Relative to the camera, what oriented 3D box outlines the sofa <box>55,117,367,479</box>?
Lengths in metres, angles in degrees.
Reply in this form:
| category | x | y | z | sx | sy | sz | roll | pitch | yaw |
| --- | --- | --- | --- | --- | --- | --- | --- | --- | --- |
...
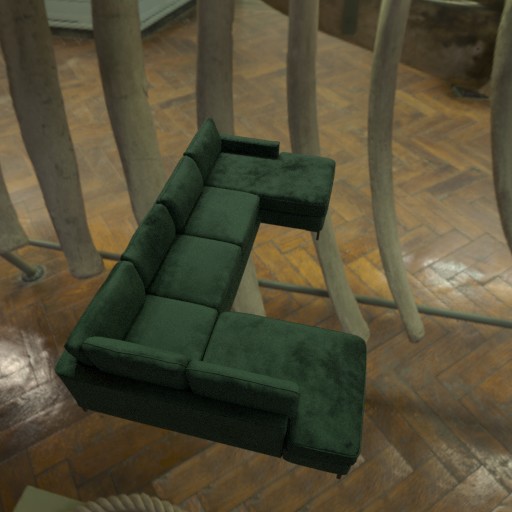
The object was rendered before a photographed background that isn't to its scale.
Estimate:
| category | x | y | z | sx | sy | sz | roll | pitch | yaw |
| --- | --- | --- | --- | --- | --- | --- | --- | --- | --- |
| sofa | 0.000 | 0.000 | 3.772 | 1.992 | 0.861 | 2.994 | 10 | 48 | 9 |
